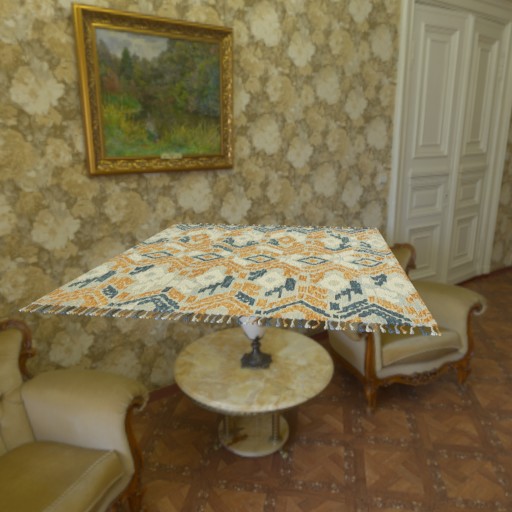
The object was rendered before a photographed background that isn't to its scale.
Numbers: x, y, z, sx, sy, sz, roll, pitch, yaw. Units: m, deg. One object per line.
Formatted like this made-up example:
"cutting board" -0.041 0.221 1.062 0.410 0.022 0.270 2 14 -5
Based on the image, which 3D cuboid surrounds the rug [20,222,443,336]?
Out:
"rug" 0.000 0.000 3.950 2.439 0.010 3.048 2 15 8
